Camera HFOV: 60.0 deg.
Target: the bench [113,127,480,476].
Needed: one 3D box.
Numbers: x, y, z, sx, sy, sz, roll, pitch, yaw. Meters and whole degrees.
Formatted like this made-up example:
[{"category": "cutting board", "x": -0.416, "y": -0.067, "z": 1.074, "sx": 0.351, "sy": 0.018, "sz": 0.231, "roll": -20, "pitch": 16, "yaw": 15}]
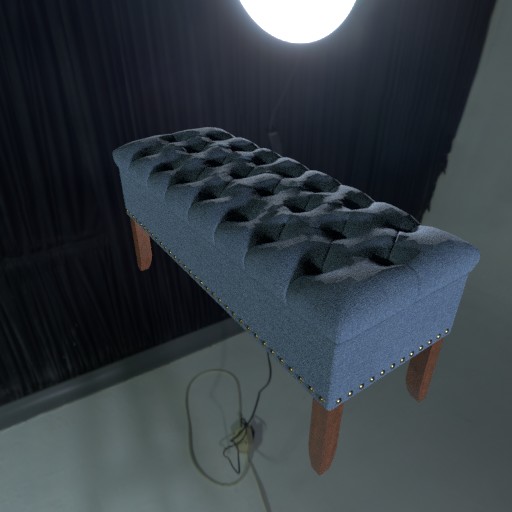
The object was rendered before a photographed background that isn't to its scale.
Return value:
[{"category": "bench", "x": 0.000, "y": 0.000, "z": 1.289, "sx": 0.417, "sy": 0.492, "sz": 1.052, "roll": -21, "pitch": 38, "yaw": -29}]
